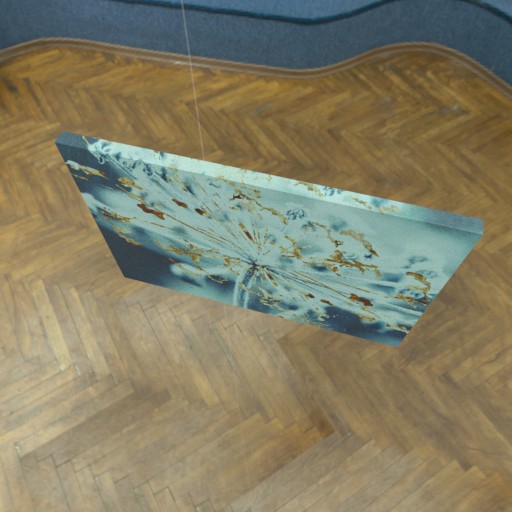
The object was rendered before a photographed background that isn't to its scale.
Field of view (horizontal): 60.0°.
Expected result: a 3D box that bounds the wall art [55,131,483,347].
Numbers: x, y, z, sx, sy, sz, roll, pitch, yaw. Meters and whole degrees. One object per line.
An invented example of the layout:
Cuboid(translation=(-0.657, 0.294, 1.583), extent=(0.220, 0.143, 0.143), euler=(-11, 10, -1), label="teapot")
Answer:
Cuboid(translation=(0.000, 0.000, 1.180), extent=(0.912, 0.608, 0.038), euler=(13, 59, 8), label="wall art")
